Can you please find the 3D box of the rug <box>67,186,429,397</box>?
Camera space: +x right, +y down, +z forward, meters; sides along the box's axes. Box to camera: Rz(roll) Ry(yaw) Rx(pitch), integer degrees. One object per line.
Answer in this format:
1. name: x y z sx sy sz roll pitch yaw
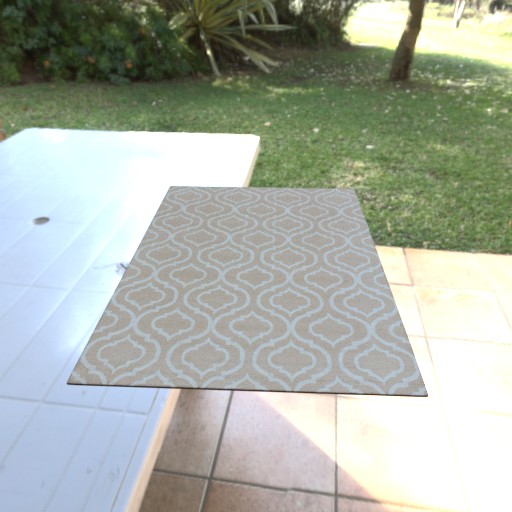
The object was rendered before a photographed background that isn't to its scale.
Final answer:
1. rug: 0.000 0.000 2.759 1.524 0.010 2.134 1 32 2
